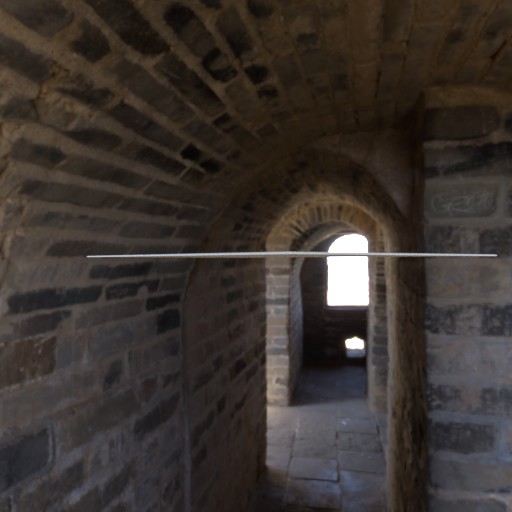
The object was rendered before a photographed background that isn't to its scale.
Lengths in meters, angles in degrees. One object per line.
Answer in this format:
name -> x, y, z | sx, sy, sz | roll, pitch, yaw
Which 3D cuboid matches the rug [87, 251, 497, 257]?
rug -> 0.000, 0.000, 2.974 | 1.515, 0.010, 2.430 | 0, -1, -37
